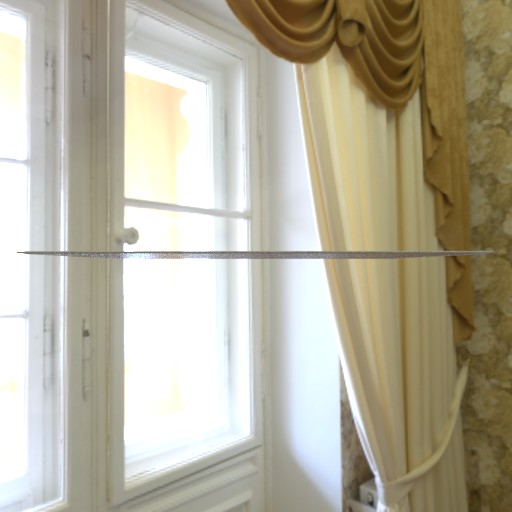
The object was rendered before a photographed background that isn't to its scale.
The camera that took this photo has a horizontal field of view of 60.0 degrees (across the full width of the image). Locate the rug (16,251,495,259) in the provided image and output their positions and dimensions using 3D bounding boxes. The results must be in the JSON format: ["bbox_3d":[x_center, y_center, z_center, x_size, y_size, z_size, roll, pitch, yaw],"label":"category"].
[{"bbox_3d":[0.000,0.000,3.649,2.878,0.014,2.005,0,-1,1],"label":"rug"}]
